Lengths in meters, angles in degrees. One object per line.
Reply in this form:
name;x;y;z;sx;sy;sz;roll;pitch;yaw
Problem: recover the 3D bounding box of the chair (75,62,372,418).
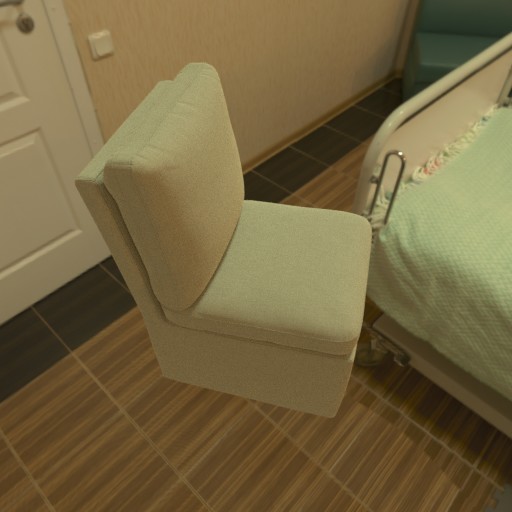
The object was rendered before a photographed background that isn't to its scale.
chair;0.000;0.000;1.329;0.698;0.927;0.503;11;48;10
